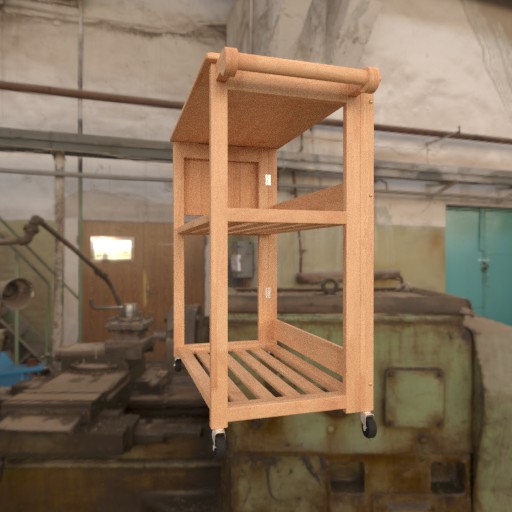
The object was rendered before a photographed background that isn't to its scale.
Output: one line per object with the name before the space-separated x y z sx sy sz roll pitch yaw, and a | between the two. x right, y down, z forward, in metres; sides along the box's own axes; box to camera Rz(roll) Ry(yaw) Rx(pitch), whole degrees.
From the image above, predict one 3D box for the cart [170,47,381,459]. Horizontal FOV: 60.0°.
cart | 0.000 0.000 1.339 0.432 0.879 0.853 0 0 -17
